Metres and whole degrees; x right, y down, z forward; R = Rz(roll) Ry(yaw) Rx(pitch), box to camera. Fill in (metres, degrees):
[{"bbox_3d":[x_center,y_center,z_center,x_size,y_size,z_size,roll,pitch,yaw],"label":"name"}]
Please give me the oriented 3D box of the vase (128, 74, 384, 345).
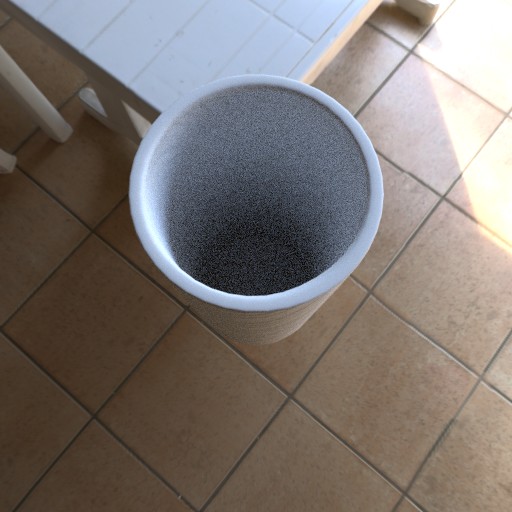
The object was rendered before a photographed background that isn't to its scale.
[{"bbox_3d":[0.000,0.000,0.391,0.143,0.316,0.143,0,76,0],"label":"vase"}]
